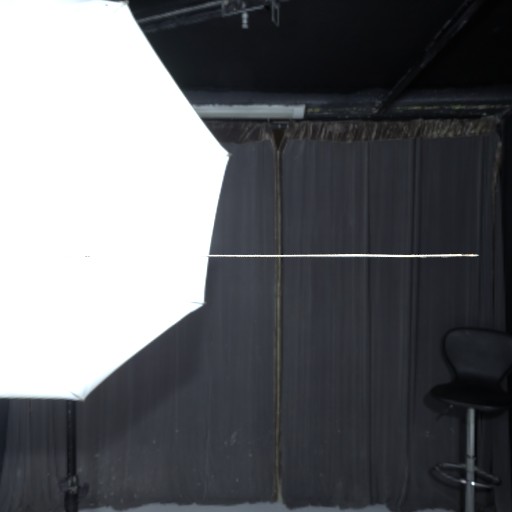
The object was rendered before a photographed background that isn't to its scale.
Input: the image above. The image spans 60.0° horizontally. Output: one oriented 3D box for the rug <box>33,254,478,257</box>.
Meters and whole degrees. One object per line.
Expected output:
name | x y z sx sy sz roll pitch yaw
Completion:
rug | 0.000 0.000 2.435 1.861 0.017 1.218 0 0 0
